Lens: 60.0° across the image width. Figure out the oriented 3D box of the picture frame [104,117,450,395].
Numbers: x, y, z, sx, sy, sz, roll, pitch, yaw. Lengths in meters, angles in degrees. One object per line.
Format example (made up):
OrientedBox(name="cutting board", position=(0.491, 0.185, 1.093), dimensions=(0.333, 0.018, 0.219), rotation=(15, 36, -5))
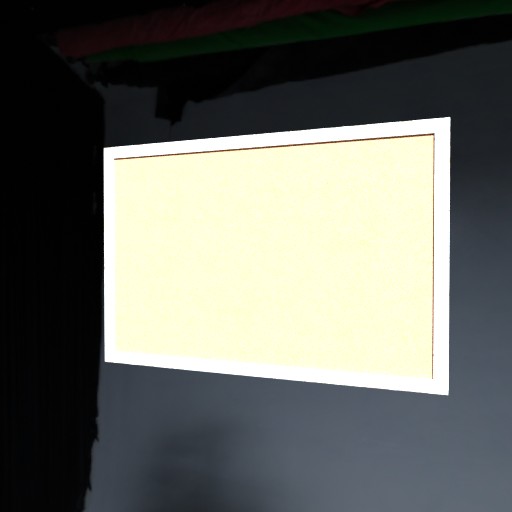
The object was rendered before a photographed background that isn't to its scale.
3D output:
OrientedBox(name="picture frame", position=(0.000, 0.000, 1.189), dimensions=(0.950, 0.640, 0.029), rotation=(0, 1, 19))
